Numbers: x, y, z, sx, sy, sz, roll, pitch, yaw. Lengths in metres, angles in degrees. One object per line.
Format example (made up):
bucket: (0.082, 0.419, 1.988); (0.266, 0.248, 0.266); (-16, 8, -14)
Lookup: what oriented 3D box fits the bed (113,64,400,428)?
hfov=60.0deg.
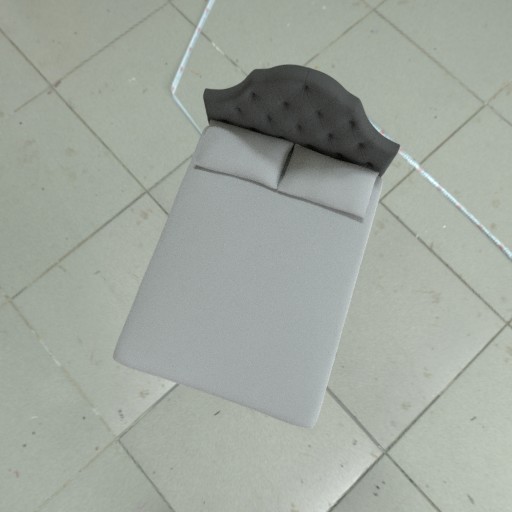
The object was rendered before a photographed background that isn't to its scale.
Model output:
bed: (0.000, 0.000, 3.286); (1.636, 1.575, 2.155); (18, 76, 5)
